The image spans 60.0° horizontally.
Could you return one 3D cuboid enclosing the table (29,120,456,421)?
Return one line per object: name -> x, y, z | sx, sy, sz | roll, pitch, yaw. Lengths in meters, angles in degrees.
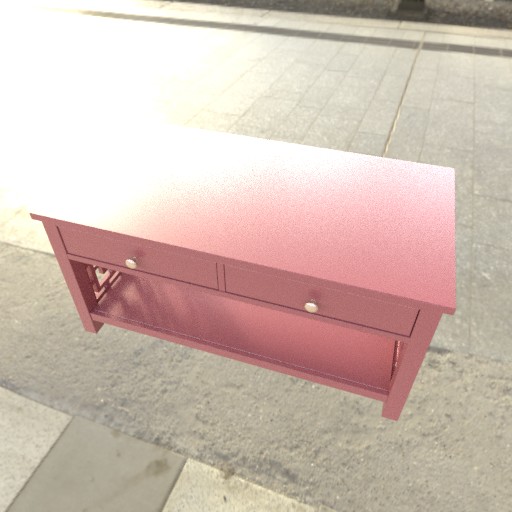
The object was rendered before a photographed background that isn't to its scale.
table -> 0.000, 0.000, 1.415 | 1.068, 0.493, 0.612 | 12, 43, 14
